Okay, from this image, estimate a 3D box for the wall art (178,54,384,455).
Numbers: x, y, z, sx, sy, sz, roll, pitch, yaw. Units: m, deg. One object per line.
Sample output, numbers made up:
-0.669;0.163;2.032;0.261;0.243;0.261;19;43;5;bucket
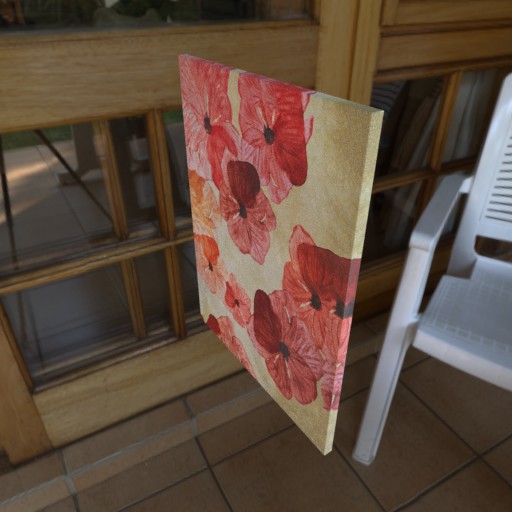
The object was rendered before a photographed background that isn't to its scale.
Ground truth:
0.000;0.000;1.325;0.031;1.015;0.762;-21;38;-29;wall art
